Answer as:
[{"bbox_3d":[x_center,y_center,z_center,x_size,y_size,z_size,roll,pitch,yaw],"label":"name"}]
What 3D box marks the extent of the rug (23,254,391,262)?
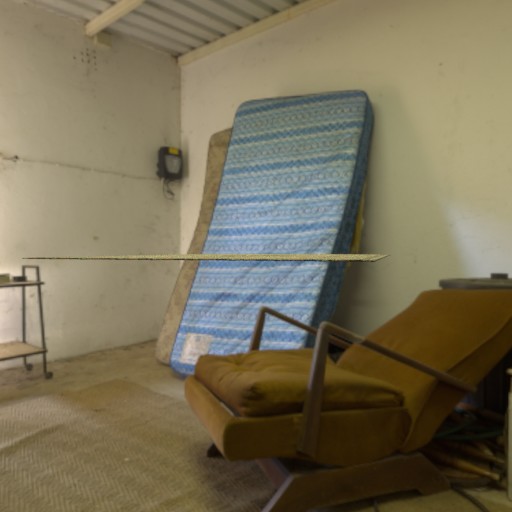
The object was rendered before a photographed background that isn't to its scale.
[{"bbox_3d":[0.000,0.000,3.484,1.971,0.010,2.651,0,1,18],"label":"rug"}]
